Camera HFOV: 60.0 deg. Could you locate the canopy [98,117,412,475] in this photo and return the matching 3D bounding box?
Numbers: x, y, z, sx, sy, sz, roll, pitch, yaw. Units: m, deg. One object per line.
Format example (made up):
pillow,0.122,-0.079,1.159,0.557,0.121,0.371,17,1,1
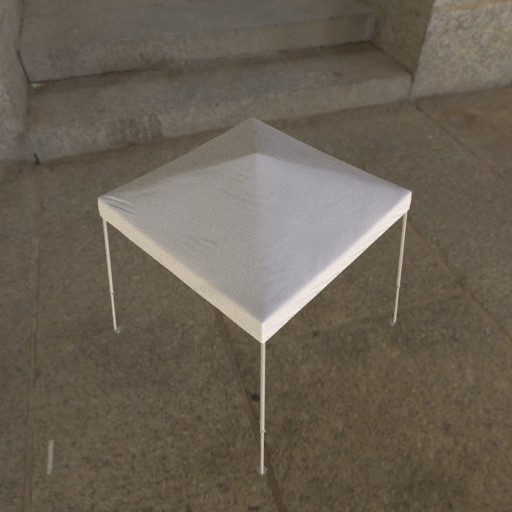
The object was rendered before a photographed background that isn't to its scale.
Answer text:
canopy,0.000,0.000,6.707,3.600,3.600,3.599,34,54,29
